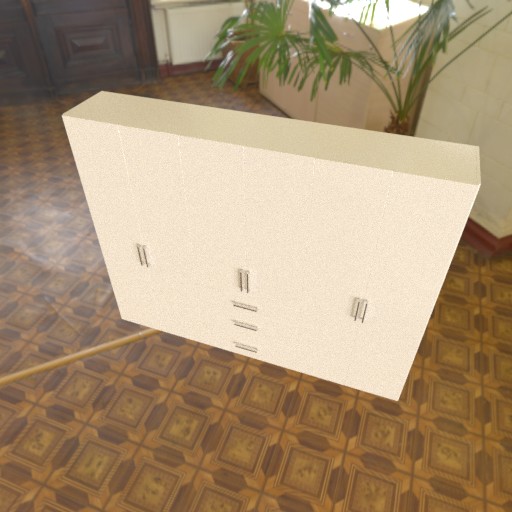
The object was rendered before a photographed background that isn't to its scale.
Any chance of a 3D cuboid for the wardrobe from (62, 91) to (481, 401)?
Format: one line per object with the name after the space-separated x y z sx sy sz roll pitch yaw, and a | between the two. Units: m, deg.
0.000 0.000 3.946 3.000 2.360 0.580 13 42 15 | wardrobe
